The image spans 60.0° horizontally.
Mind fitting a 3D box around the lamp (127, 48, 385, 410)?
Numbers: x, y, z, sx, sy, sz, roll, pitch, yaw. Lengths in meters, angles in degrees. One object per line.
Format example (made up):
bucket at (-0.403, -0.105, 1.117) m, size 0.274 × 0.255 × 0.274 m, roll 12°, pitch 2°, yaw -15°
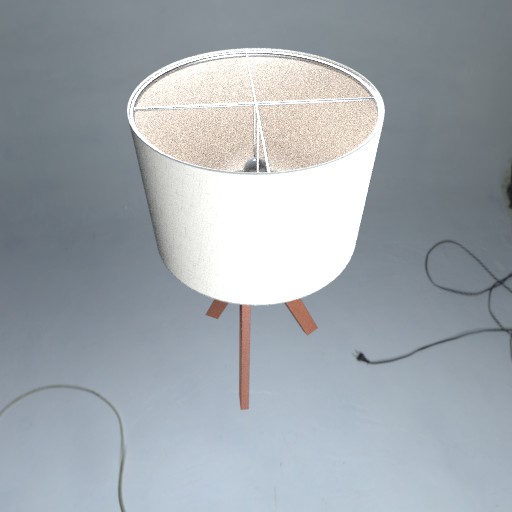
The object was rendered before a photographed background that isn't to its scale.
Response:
lamp at (0.000, 0.000, 0.915) m, size 0.380 × 0.686 × 0.380 m, roll -4°, pitch 46°, yaw -4°
